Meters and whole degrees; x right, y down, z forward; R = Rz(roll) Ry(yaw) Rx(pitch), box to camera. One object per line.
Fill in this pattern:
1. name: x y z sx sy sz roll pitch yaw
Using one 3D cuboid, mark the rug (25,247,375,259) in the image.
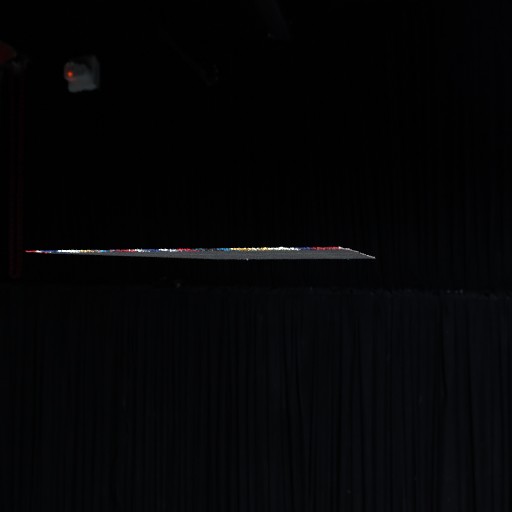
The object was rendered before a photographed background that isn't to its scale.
1. rug: 0.000 0.000 2.971 1.465 0.012 2.465 0 -1 18
